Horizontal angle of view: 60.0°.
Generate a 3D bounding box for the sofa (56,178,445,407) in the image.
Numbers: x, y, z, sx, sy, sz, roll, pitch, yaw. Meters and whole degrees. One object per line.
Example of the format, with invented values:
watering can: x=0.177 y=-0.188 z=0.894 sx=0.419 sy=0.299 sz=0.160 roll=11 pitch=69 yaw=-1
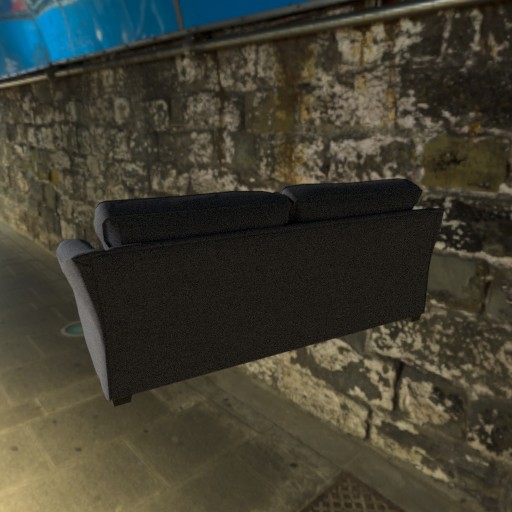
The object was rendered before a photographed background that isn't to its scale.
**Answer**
sofa: x=0.000 y=0.000 z=2.786 sx=2.270 sy=0.950 sz=0.971 roll=-9 pitch=19 yaw=-27
